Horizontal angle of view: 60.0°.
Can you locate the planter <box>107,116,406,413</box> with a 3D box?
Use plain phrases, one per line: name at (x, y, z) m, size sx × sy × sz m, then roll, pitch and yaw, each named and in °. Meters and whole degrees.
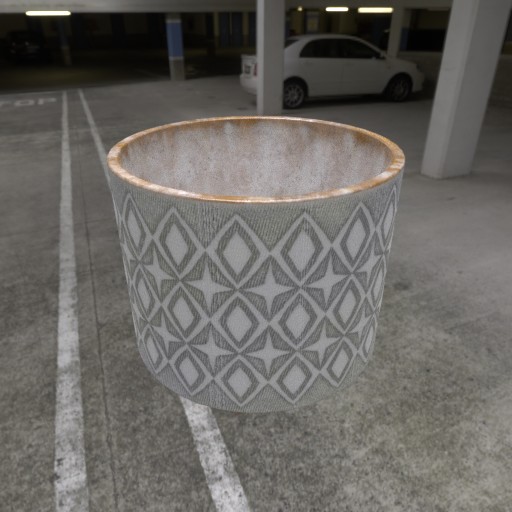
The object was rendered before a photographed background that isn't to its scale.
planter at (0.000, 0.000, 0.447) m, size 0.255 × 0.223 × 0.255 m, roll 0°, pitch 29°, yaw 0°
